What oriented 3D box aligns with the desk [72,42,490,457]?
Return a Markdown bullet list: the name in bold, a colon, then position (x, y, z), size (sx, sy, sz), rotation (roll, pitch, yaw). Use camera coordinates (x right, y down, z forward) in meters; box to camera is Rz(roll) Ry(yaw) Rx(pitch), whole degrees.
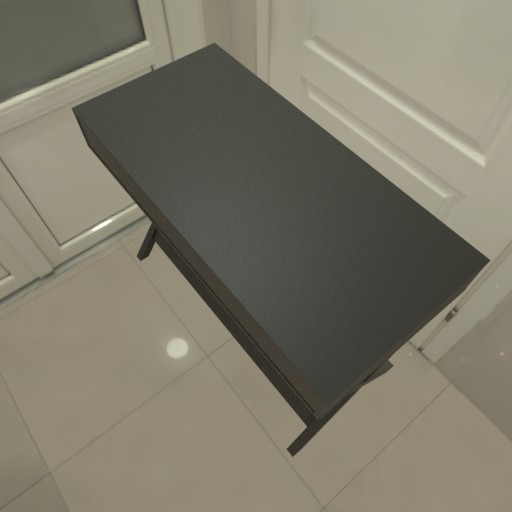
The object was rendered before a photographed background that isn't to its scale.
- **desk**: position (0.000, 0.000, 1.461), size (0.504, 0.780, 1.057), rotation (-34, 64, -19)
